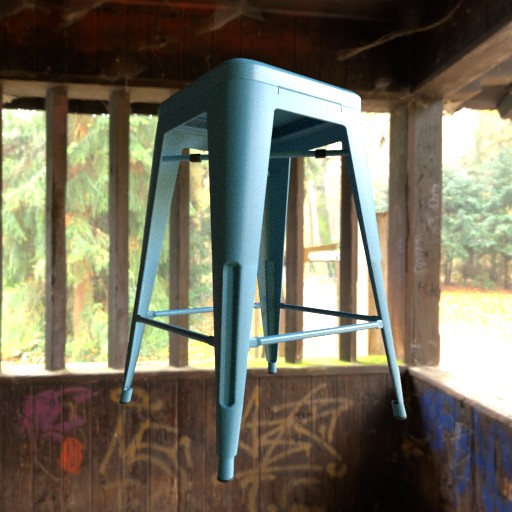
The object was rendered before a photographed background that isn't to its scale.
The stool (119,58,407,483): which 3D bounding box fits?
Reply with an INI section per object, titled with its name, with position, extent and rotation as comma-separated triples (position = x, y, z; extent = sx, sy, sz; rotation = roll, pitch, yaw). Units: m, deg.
[stool]
position = 0.000, 0.000, 0.872
extent = 0.410, 0.608, 0.410
rotation = 0, 0, -36
